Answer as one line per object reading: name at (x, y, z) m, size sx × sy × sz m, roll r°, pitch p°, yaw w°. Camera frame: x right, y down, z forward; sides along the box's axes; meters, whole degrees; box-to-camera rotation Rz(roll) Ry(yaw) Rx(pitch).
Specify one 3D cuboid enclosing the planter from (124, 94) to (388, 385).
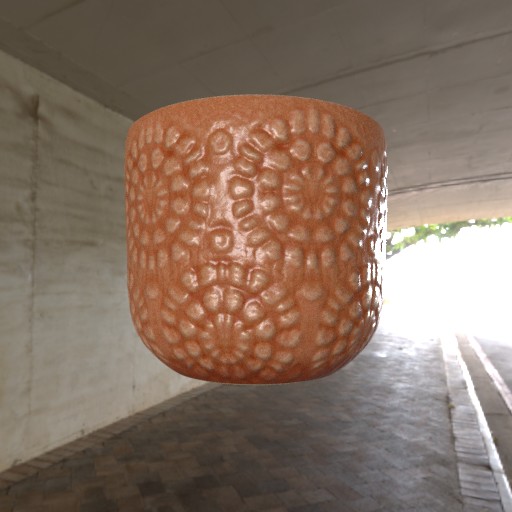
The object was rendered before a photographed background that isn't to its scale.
planter at (0.000, 0.000, 0.215) m, size 0.124 × 0.109 × 0.124 m, roll 0°, pitch -3°, yaw 0°
